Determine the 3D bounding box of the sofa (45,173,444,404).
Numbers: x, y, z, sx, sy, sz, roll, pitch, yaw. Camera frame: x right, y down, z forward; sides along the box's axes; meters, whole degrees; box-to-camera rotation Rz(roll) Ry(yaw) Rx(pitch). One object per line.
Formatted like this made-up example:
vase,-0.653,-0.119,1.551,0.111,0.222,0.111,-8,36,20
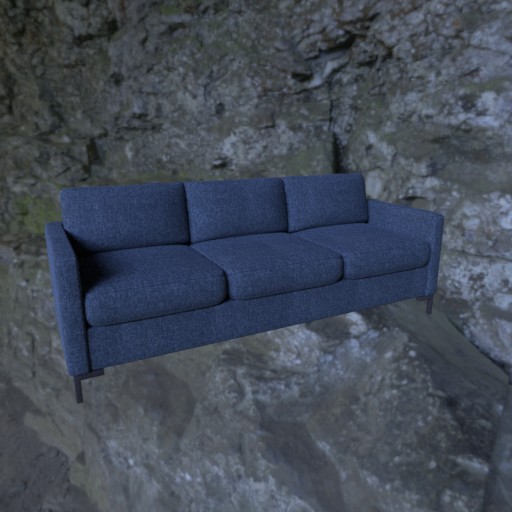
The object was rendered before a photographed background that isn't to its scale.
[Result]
sofa,0.000,0.000,2.647,2.218,0.874,0.859,-8,18,-26
